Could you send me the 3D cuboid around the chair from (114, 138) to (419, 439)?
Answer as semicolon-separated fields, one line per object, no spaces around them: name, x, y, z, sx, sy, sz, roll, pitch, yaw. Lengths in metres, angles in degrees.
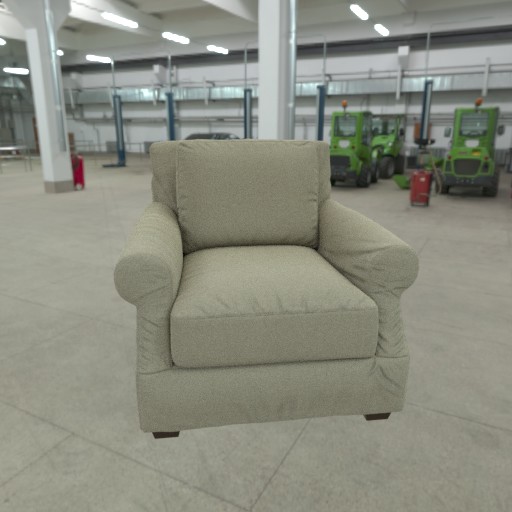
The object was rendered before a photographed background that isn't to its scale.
chair;0.000;0.000;1.709;0.940;0.866;1.066;-2;16;-7
